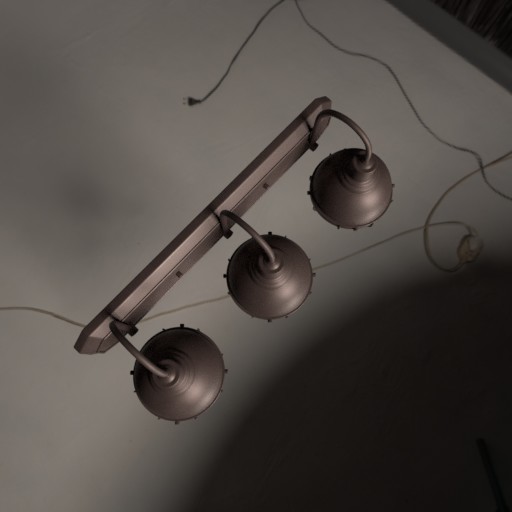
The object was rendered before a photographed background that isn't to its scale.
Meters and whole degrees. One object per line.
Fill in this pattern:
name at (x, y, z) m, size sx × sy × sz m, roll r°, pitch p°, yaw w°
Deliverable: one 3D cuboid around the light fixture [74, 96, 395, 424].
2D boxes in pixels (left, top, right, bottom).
light fixture at (0.000, 0.000, 0.770) m, size 0.229 × 0.254 × 0.634 m, roll 42°, pitch 79°, yaw 10°
